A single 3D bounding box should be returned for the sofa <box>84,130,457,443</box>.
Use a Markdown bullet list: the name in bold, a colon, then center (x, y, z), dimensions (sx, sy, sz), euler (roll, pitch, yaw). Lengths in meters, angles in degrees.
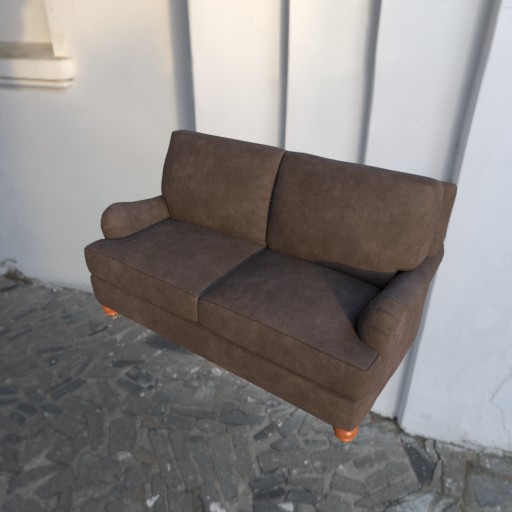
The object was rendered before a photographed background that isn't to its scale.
- **sofa**: center (0.000, 0.000, 2.546), dimensions (1.853, 1.101, 1.084), euler (19, 35, 30)
